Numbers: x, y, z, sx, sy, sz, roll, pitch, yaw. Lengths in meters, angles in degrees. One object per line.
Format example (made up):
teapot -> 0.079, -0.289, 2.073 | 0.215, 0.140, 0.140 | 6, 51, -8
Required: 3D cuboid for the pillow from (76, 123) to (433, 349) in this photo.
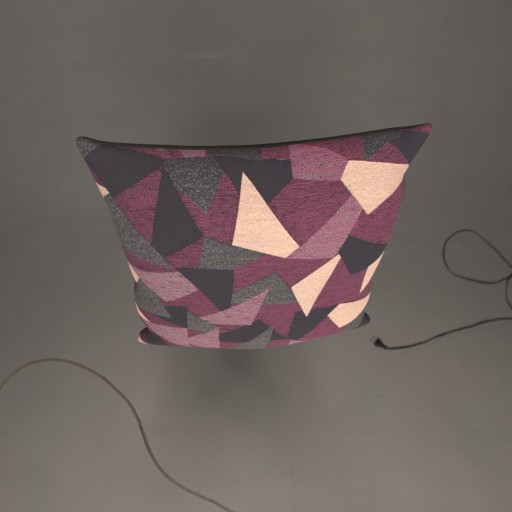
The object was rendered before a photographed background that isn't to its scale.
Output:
pillow -> 0.000, 0.000, 0.775 | 0.503, 0.496, 0.208 | -4, 48, -4
